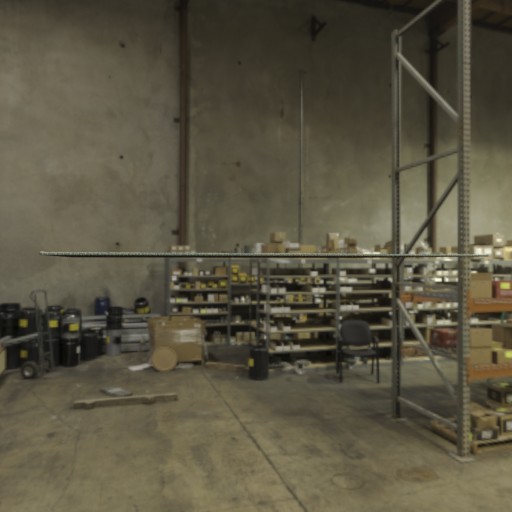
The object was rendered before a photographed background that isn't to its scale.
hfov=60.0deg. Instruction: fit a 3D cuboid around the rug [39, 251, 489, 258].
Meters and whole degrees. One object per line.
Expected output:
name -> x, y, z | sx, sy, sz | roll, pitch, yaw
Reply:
rug -> 0.000, 0.000, 2.995 | 2.438, 0.015, 1.518 | 0, -1, -18
